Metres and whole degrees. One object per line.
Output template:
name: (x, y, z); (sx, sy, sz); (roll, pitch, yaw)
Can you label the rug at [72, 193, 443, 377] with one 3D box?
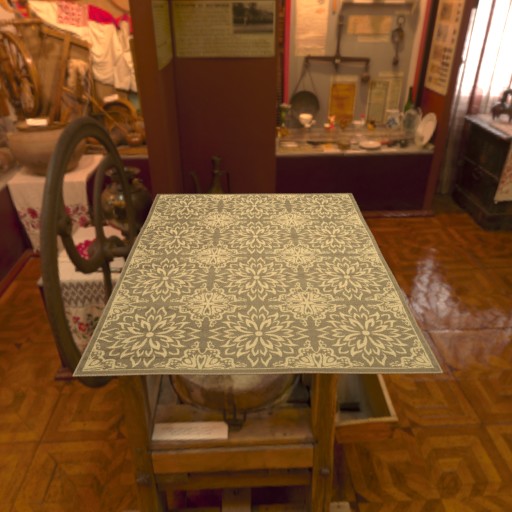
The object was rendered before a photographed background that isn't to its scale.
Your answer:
rug: (0.000, 0.000, 4.101); (2.363, 0.012, 2.980); (0, 30, -1)
